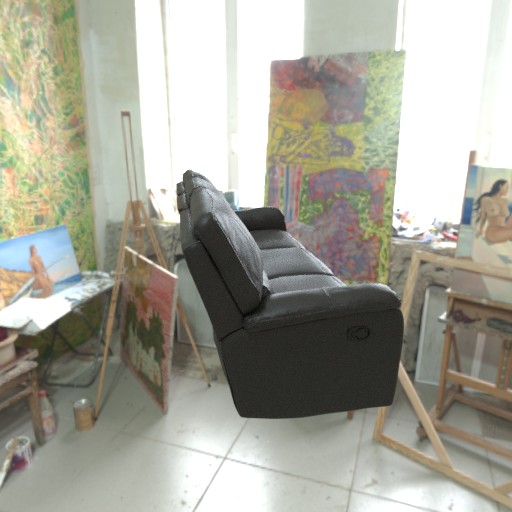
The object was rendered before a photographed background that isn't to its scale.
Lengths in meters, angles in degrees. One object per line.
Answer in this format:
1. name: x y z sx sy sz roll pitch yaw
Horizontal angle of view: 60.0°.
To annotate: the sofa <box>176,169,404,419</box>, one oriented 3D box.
1. sofa: 0.000 0.000 3.246 1.104 1.134 2.627 -3 16 -10
